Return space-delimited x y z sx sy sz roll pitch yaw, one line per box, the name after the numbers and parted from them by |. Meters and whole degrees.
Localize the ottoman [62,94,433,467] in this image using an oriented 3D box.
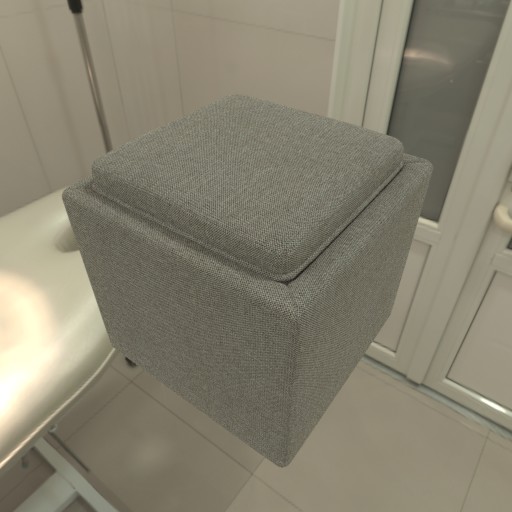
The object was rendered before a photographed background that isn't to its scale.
0.000 0.000 0.841 0.450 0.460 0.450 26 47 27 | ottoman
